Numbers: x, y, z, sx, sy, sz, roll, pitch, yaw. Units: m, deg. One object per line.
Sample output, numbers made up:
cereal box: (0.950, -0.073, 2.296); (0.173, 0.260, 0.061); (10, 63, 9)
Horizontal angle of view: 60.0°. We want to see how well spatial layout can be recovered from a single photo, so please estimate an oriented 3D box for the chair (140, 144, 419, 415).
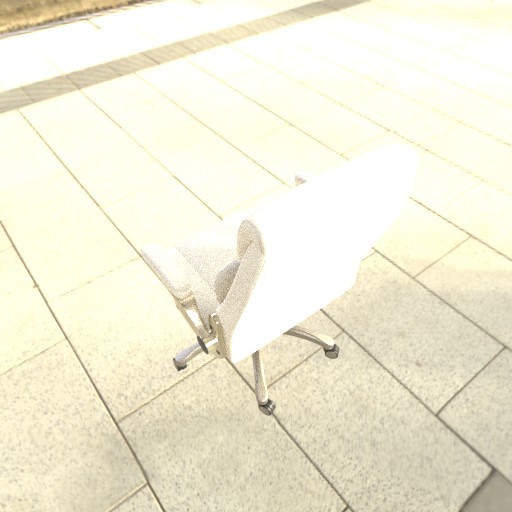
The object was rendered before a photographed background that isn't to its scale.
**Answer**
chair: (0.000, 0.000, 1.602); (0.740, 1.110, 0.794); (-32, 54, -26)
